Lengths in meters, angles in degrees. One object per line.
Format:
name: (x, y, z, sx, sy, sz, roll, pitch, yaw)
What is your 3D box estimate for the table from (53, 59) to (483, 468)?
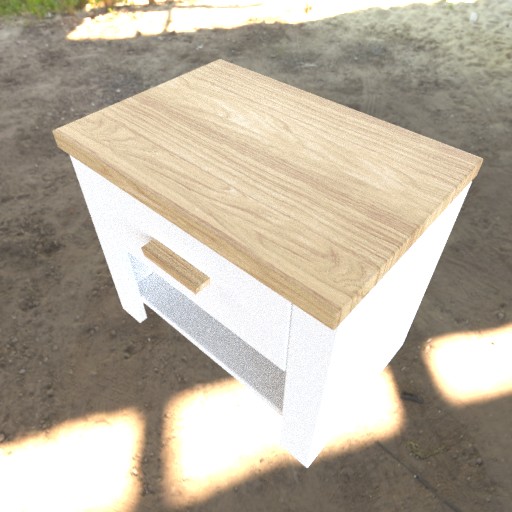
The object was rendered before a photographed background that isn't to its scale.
table: (0.000, 0.000, 0.774, 0.500, 0.440, 0.360, 32, 54, 28)
